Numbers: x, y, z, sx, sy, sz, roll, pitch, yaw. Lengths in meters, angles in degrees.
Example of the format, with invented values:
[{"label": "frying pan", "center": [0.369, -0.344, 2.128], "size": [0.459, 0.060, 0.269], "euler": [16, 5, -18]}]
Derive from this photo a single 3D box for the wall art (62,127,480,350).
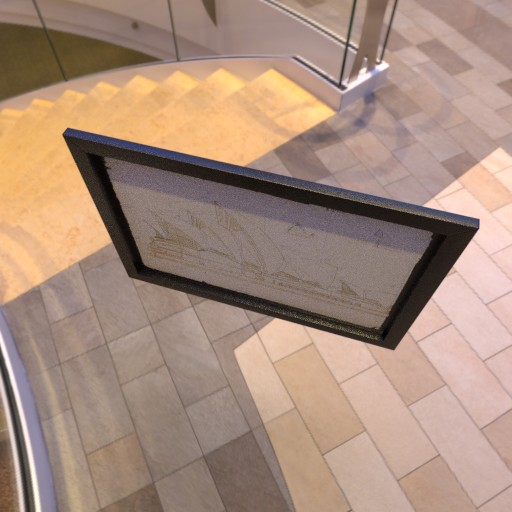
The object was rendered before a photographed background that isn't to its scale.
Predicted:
[{"label": "wall art", "center": [0.000, 0.000, 0.580], "size": [0.440, 0.306, 0.013], "euler": [14, 58, 9]}]
